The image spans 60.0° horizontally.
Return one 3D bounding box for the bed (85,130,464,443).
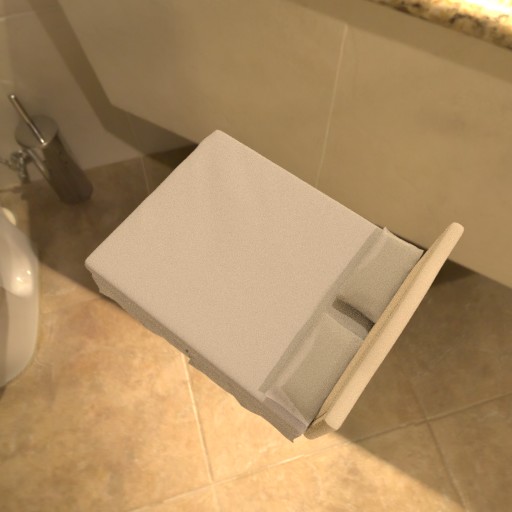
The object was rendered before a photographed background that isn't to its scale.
[{"bbox_3d":[0.000,0.000,3.763,2.477,1.437,1.977,35,70,15],"label":"bed"}]
